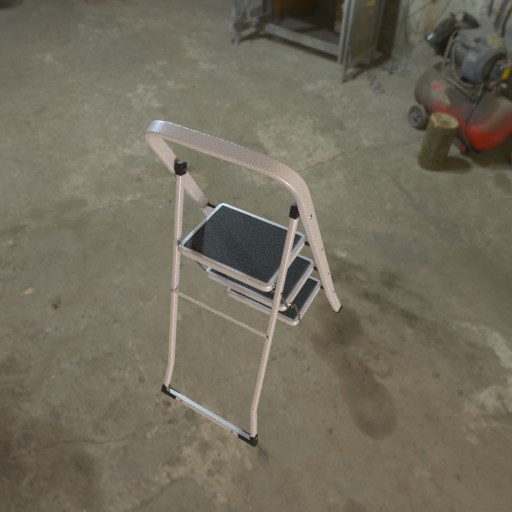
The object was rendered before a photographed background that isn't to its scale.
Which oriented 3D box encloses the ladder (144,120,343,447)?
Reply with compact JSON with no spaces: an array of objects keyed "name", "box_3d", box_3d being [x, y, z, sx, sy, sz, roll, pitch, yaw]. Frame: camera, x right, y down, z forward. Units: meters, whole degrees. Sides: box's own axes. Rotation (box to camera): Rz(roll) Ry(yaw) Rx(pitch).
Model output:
[{"name":"ladder","box_3d":[0.000,0.000,1.419,0.460,1.050,0.711,23,51,20]}]
